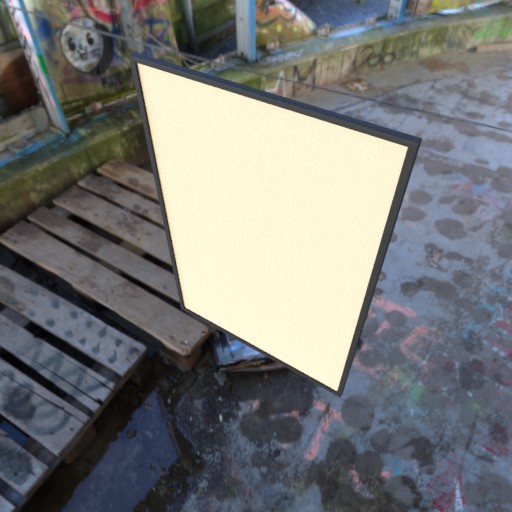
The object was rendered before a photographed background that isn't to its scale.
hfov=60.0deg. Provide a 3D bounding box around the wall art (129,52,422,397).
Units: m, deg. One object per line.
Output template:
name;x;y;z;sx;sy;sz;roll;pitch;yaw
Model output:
wall art;0.000;0.000;0.847;0.460;0.660;0.013;25;52;22
